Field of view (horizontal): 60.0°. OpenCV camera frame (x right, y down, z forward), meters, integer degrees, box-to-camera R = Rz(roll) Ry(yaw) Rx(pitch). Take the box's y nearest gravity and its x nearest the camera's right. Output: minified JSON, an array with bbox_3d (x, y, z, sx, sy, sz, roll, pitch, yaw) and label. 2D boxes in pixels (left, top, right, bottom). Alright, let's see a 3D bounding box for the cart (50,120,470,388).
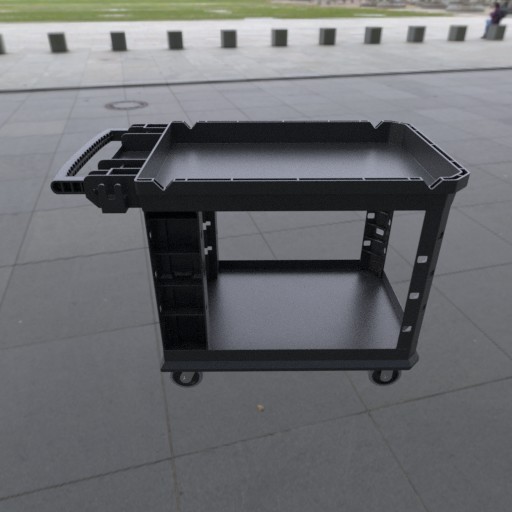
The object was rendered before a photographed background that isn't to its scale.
[{"bbox_3d":[0.000,0.000,1.742,1.239,0.884,0.674,0,31,-1],"label":"cart"}]
